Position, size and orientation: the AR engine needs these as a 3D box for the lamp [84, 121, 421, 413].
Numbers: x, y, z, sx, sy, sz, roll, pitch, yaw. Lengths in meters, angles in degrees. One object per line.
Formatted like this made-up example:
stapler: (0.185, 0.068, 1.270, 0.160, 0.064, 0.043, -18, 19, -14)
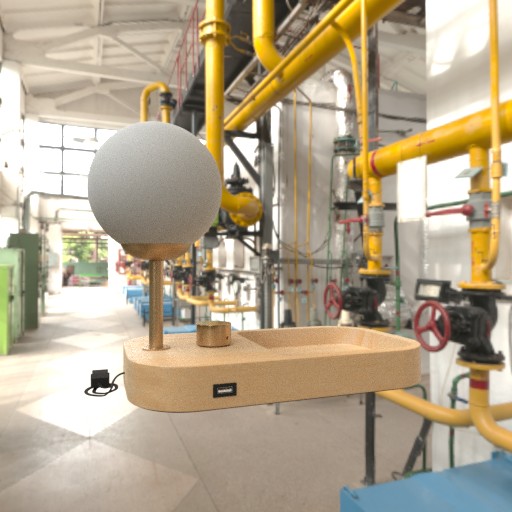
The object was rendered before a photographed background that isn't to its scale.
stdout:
lamp: (0.000, 0.000, 0.459, 0.331, 0.253, 0.173, 0, -1, -19)
